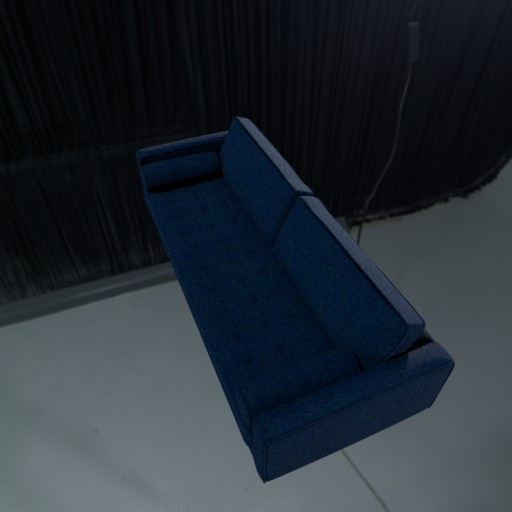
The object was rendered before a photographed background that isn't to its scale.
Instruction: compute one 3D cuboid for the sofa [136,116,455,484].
[{"bbox_3d":[0.000,0.000,2.586,0.914,0.762,2.210,-17,47,-16],"label":"sofa"}]
